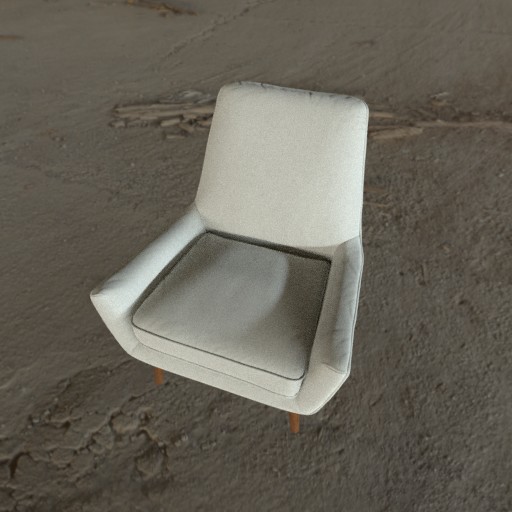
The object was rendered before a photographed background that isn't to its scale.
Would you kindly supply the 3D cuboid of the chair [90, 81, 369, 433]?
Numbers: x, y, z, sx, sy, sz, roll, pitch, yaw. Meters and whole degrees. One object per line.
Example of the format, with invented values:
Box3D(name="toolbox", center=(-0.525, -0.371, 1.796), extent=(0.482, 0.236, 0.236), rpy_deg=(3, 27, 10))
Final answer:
Box3D(name="chair", center=(0.000, 0.000, 1.514), extent=(0.787, 0.888, 0.822), rpy_deg=(14, 44, 15))
